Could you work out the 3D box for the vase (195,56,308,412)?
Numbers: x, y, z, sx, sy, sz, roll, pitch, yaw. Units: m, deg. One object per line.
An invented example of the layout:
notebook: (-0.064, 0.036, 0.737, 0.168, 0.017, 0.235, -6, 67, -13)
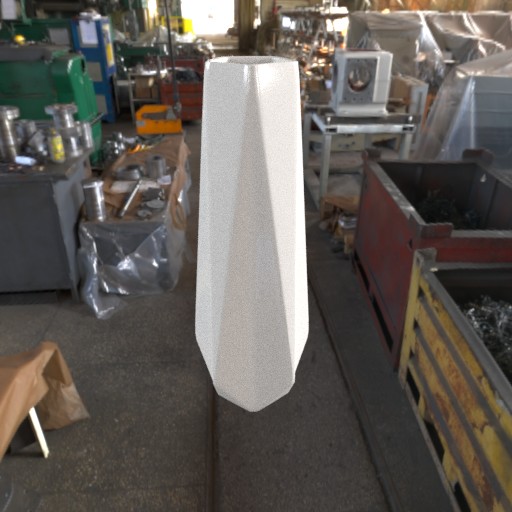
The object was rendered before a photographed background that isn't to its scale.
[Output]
vase: (0.000, 0.000, 0.406, 0.122, 0.329, 0.116, -21, 35, -33)
